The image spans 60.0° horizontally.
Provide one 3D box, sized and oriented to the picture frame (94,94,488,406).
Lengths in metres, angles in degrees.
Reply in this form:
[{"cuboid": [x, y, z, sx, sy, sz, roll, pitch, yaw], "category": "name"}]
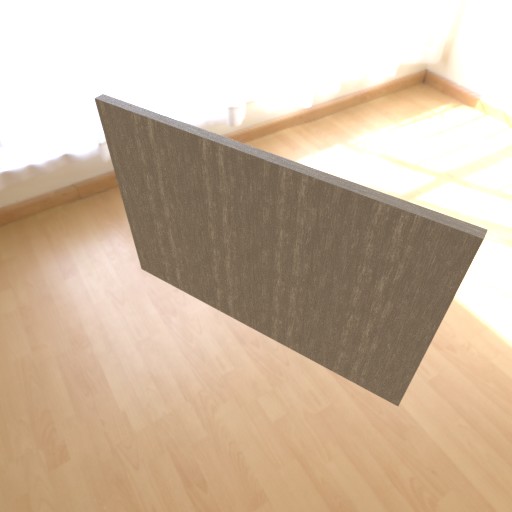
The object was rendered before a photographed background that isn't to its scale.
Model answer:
[{"cuboid": [0.000, 0.000, 1.180, 0.950, 0.640, 0.029, 25, 51, 22], "category": "picture frame"}]
